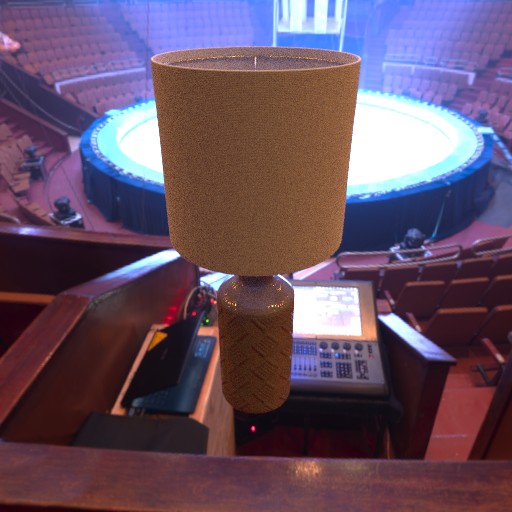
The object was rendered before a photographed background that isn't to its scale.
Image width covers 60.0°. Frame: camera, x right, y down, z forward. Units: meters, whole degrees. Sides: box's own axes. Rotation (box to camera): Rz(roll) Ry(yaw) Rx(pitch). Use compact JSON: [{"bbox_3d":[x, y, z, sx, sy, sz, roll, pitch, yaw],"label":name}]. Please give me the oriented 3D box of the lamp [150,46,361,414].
[{"bbox_3d":[0.000,0.000,0.558,0.207,0.461,0.207,0,30,0],"label":"lamp"}]
